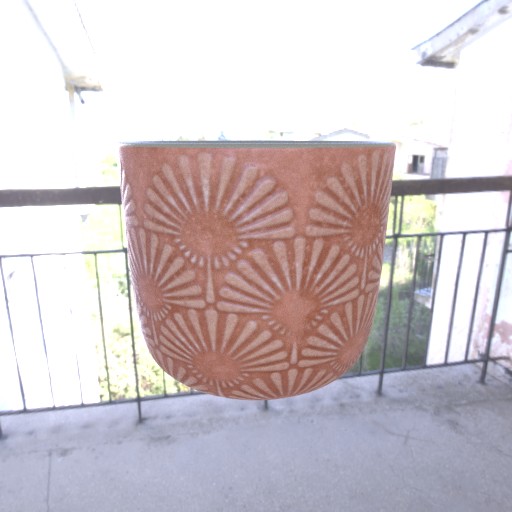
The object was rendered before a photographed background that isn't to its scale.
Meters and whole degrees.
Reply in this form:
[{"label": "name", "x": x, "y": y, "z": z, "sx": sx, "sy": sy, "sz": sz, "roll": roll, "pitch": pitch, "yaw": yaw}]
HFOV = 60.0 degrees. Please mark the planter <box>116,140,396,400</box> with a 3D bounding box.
[{"label": "planter", "x": 0.000, "y": 0.000, "z": 0.218, "sx": 0.124, "sy": 0.109, "sz": 0.124, "roll": 0, "pitch": 15, "yaw": 0}]
